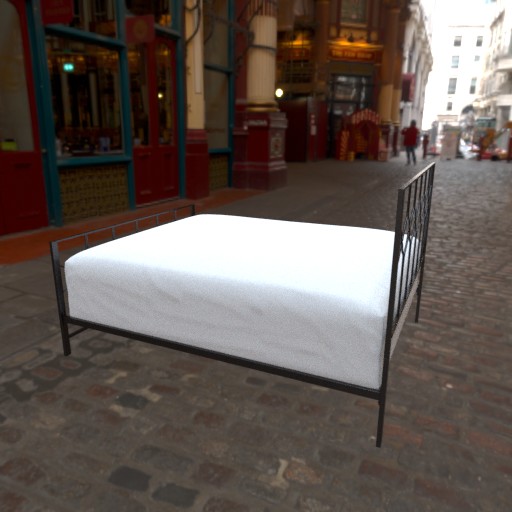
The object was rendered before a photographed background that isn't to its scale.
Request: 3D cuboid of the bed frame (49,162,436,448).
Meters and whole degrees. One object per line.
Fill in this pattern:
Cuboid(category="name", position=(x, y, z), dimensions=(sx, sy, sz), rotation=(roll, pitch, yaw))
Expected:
Cuboid(category="bed frame", position=(0.000, 0.000, 3.045), dimensions=(2.063, 1.222, 1.597), rotation=(7, 18, 24))
